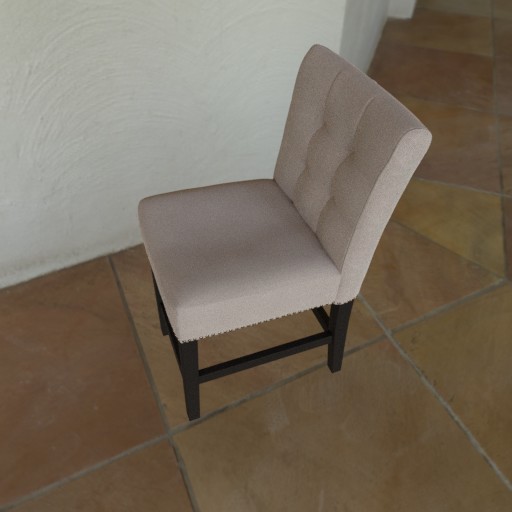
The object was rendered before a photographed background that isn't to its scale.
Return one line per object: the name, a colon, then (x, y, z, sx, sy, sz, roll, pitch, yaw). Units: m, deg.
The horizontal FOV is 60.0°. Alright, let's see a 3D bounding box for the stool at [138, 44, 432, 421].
stool: (0.000, 0.000, 1.184, 0.571, 0.885, 0.427, -17, 49, -15)
